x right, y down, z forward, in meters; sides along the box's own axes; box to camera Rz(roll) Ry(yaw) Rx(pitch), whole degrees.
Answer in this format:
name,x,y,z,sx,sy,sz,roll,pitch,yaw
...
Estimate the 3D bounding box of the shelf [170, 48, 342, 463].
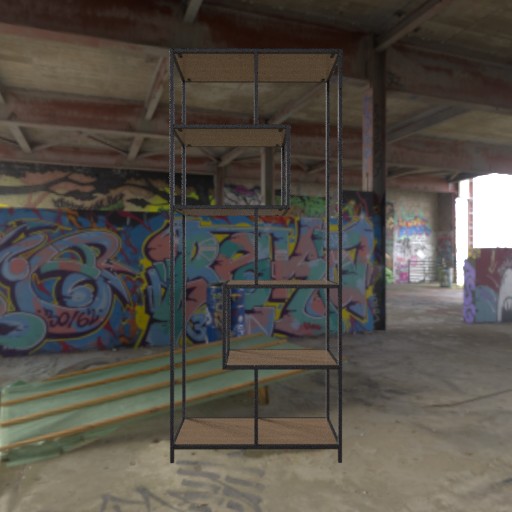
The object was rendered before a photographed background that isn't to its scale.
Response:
name,x,y,z,sx,sy,sz,roll,pitch,yaw
shelf,0.000,0.000,2.152,0.770,1.850,0.350,0,0,0
